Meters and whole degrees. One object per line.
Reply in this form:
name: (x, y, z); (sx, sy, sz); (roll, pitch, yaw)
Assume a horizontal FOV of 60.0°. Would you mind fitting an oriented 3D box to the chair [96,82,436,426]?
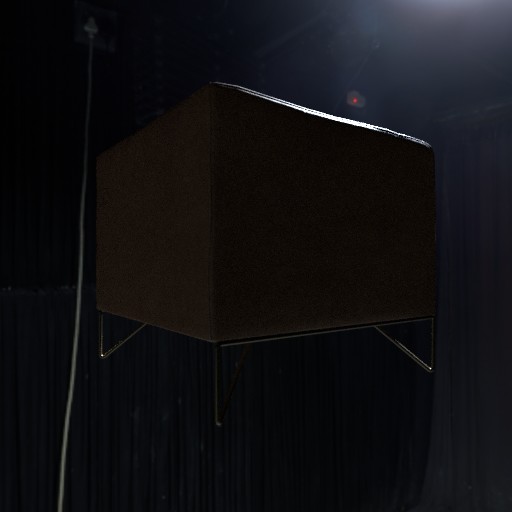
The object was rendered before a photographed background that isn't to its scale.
chair: (0.000, 0.000, 1.625); (0.912, 0.797, 0.920); (1, -1, -36)
